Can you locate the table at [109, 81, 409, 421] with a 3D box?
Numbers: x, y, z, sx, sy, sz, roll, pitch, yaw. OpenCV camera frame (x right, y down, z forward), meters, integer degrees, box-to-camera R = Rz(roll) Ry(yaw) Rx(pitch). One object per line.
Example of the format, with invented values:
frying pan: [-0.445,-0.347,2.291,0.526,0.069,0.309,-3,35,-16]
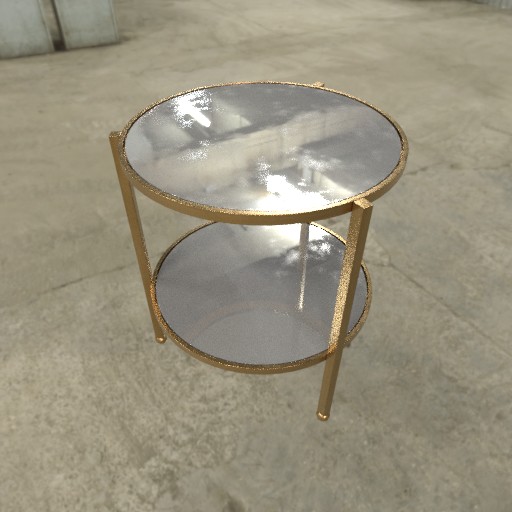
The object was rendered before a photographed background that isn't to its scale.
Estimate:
table: [0.000,0.000,0.451,0.243,0.269,0.231,-1,41,-1]
